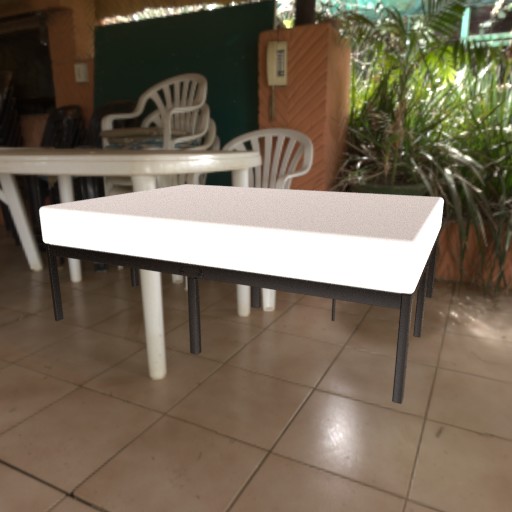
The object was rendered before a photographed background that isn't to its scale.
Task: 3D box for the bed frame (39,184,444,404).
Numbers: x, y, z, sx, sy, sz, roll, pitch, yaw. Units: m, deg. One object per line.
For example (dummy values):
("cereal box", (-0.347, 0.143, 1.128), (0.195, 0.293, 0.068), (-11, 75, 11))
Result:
("bed frame", (0.000, 0.000, 2.674), (1.956, 0.659, 1.408), (7, 16, 25))
